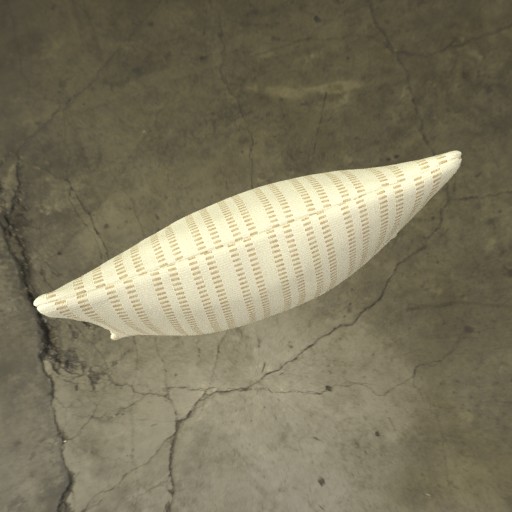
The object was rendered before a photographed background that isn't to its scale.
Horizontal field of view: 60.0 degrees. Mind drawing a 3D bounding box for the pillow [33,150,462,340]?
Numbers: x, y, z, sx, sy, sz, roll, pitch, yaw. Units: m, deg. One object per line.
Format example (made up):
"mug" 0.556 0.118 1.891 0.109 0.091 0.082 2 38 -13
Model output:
"pillow" 0.000 0.000 0.777 0.640 0.353 0.210 -20 75 -5
